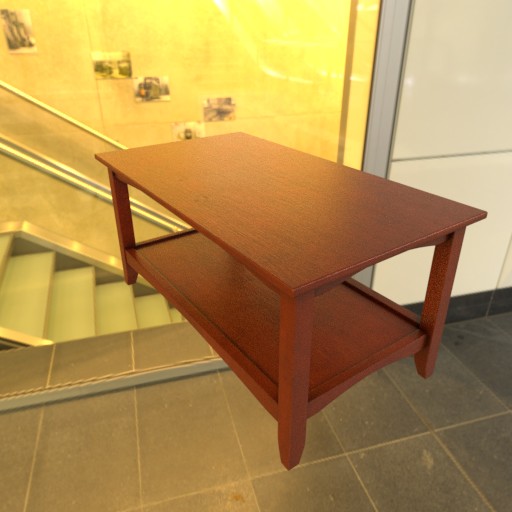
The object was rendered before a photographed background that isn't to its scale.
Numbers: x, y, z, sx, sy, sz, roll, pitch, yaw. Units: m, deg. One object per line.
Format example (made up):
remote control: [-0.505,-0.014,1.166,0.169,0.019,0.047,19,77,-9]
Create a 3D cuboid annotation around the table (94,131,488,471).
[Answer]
table: [0.000,0.000,1.243,0.533,0.456,0.943,-18,33,-31]
